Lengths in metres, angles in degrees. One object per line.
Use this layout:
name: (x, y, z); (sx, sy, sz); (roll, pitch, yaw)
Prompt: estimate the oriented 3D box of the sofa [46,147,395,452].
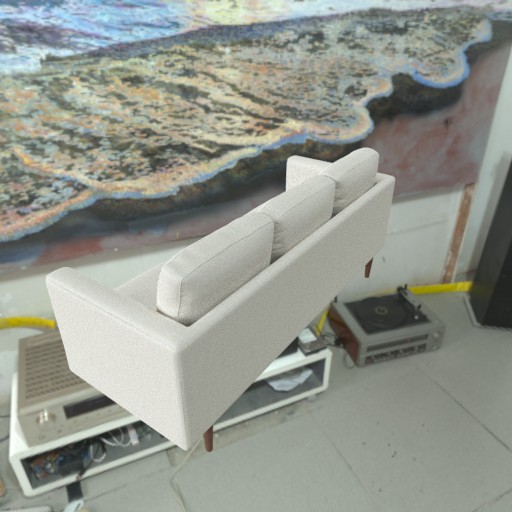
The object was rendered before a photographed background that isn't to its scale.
sofa: (0.000, 0.000, 2.492); (0.802, 0.912, 2.029); (20, 36, 30)
